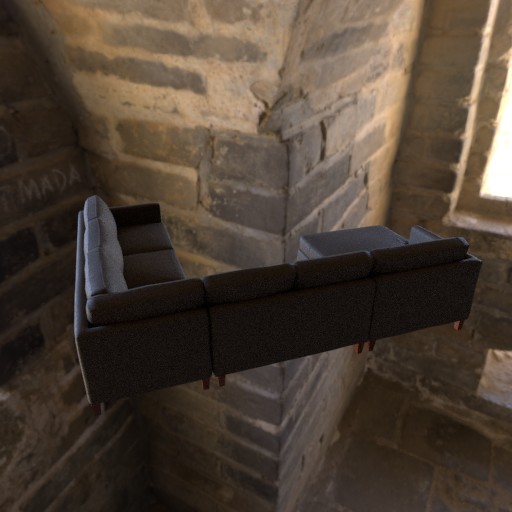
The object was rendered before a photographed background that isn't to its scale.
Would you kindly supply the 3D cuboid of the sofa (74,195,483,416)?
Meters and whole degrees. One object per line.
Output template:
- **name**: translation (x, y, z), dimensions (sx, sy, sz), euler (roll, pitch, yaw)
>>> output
- **sofa**: translation (0.000, 0.000, 4.636), dimensions (3.460, 0.961, 2.594), euler (-9, 28, -17)
